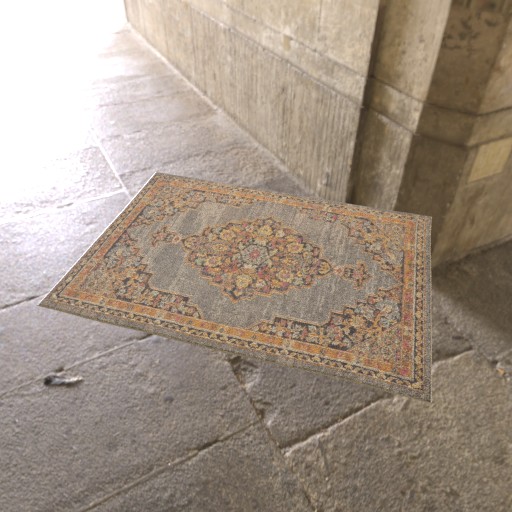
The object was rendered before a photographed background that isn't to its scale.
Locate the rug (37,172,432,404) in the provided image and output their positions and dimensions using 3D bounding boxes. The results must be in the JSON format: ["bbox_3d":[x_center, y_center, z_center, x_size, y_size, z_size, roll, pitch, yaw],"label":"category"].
[{"bbox_3d":[0.000,0.000,4.025,3.063,0.024,2.158,11,43,12],"label":"rug"}]
